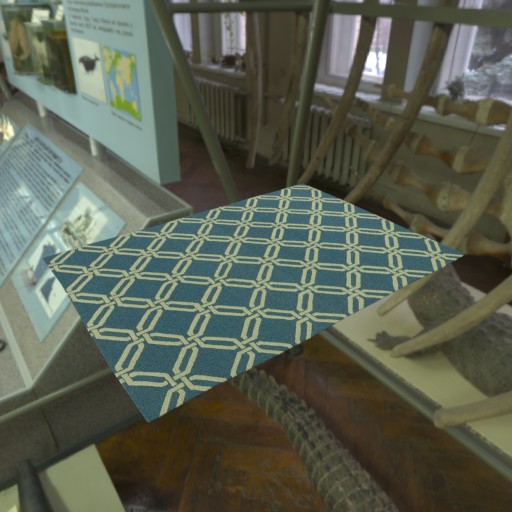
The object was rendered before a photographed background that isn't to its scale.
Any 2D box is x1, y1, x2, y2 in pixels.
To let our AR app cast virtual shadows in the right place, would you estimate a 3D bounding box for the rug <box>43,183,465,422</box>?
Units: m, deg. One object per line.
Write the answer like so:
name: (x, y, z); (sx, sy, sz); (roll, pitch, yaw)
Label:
rug: (0.000, 0.000, 2.721); (2.135, 0.013, 1.524); (-20, 36, -31)
